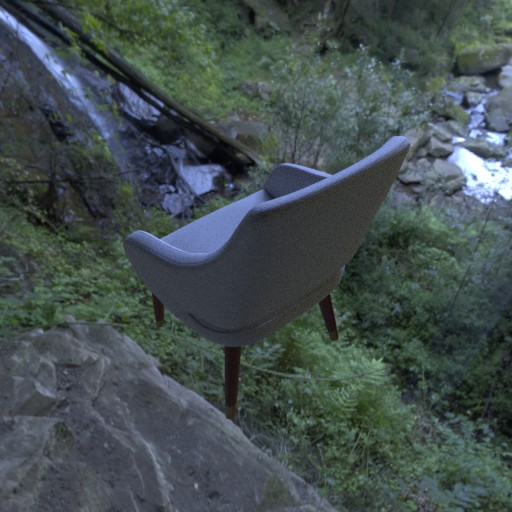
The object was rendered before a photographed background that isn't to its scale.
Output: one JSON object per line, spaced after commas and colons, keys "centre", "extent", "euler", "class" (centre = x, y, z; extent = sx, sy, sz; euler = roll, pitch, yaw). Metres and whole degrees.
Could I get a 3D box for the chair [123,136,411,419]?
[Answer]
{"centre": [0.000, 0.000, 1.310], "extent": [0.609, 0.889, 0.600], "euler": [-30, 52, -26], "class": "chair"}
